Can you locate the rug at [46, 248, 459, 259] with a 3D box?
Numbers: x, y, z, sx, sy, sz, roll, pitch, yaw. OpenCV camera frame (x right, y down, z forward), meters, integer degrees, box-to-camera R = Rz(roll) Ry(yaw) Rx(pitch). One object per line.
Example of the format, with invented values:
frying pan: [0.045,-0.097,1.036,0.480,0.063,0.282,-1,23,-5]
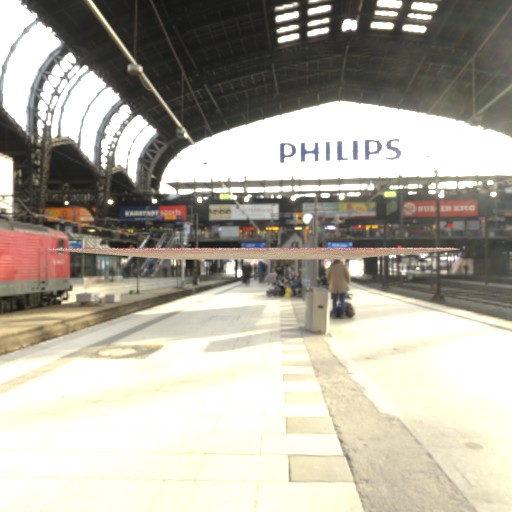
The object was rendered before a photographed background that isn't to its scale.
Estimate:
rug: [0.000,0.000,2.216,1.219,0.006,1.829,0,-1,1]
